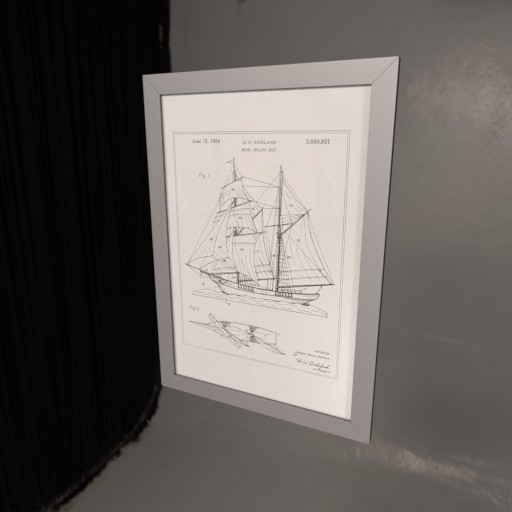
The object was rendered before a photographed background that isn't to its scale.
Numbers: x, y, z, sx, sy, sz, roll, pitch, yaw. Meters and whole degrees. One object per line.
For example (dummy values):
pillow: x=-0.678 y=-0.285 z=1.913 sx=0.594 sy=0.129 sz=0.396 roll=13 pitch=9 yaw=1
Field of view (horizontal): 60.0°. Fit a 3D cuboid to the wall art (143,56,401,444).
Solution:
wall art: x=0.000 y=0.000 z=0.675 sx=0.380 sy=0.534 sz=0.013 roll=7 pitch=16 yaw=25
